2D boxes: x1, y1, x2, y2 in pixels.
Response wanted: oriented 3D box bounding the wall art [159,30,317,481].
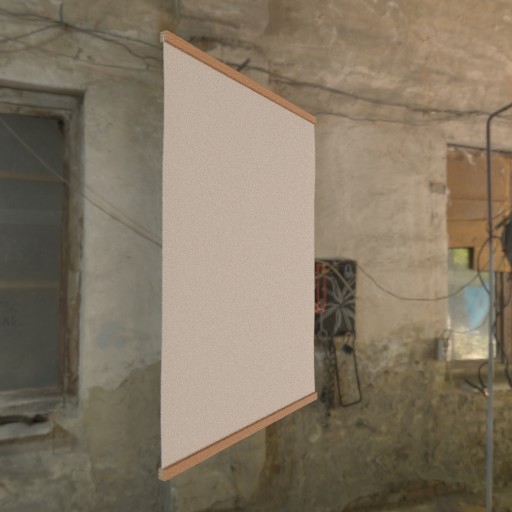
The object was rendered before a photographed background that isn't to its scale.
[{"bbox_3d":[0.000,0.000,1.306,0.020,1.016,0.739,-1,-1,35],"label":"wall art"}]
